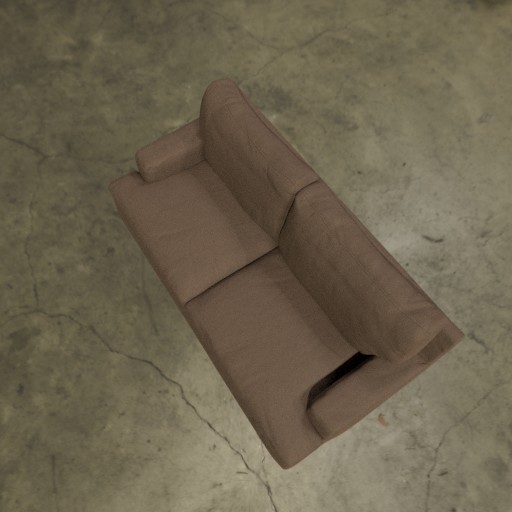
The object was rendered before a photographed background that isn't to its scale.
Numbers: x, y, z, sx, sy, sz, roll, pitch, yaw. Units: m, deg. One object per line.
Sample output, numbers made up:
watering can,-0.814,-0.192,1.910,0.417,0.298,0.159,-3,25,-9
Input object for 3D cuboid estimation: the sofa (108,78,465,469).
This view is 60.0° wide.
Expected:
sofa,0.000,0.000,2.828,1.140,0.950,2.274,-31,67,-15
